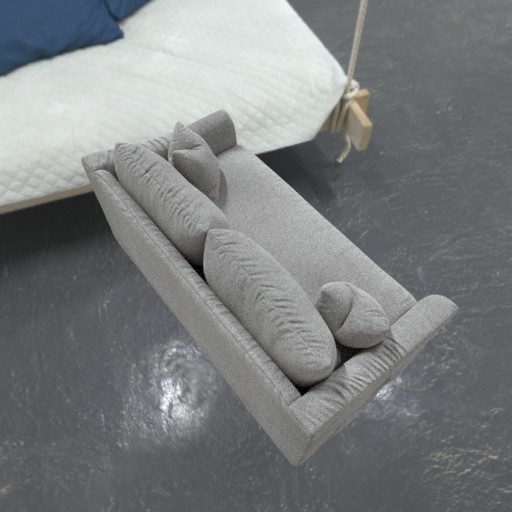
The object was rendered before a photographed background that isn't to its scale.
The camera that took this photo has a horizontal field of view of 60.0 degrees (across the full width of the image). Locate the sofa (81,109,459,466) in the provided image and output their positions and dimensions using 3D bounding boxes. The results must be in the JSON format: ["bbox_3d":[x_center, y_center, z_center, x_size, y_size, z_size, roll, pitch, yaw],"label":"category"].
[{"bbox_3d":[0.000,0.000,2.634,1.072,1.018,2.010,-34,63,-20],"label":"sofa"}]
